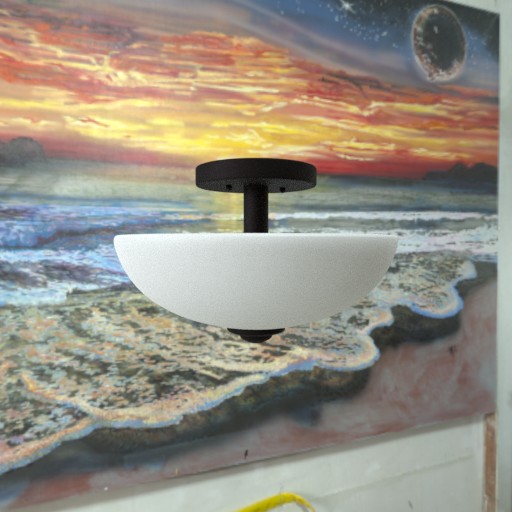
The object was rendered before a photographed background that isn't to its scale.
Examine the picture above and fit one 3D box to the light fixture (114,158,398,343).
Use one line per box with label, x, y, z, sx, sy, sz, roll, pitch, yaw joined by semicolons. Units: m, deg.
light fixture;0.000;0.000;0.542;0.331;0.212;0.331;0;2;0
